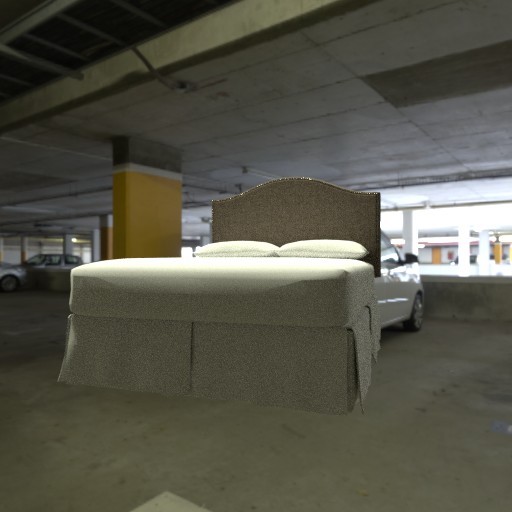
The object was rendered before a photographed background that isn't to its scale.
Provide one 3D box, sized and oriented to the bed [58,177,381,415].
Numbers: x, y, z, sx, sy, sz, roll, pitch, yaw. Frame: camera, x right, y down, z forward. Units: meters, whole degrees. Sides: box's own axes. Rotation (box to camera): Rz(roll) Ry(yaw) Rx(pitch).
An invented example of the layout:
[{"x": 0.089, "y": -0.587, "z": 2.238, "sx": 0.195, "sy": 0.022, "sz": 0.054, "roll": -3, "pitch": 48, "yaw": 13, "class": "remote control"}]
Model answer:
[{"x": 0.000, "y": 0.000, "z": 3.254, "sx": 1.713, "sy": 1.518, "sz": 2.153, "roll": 0, "pitch": -1, "yaw": 18, "class": "bed"}]
